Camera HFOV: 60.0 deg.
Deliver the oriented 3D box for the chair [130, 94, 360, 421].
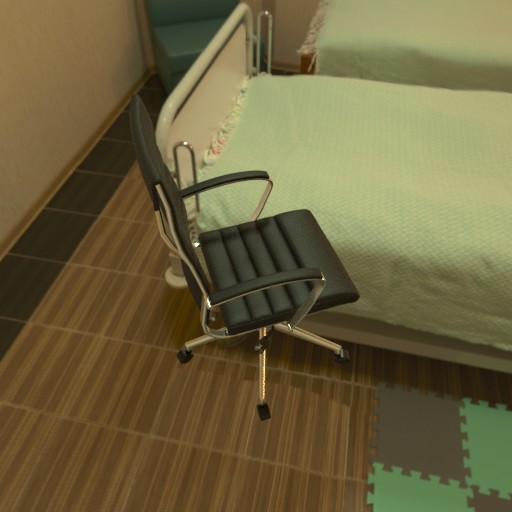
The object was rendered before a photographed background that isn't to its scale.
[{"bbox_3d":[0.000,0.000,1.646,0.739,1.149,0.766,-13,48,-12],"label":"chair"}]
